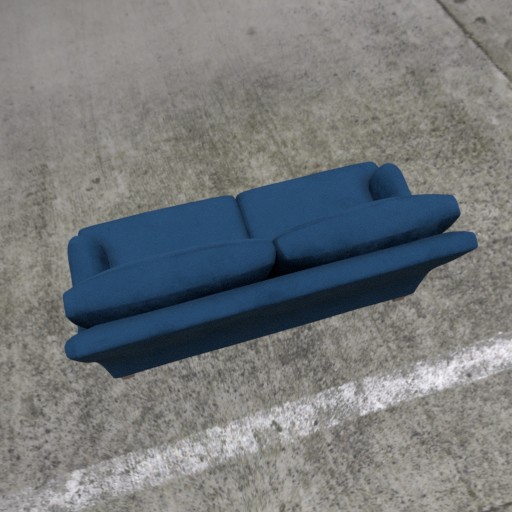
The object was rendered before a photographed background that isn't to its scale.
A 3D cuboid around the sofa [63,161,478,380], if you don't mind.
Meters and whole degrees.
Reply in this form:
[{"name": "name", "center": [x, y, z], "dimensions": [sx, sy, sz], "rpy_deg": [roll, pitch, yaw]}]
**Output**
[{"name": "sofa", "center": [0.000, 0.000, 2.733], "dimensions": [2.141, 1.101, 1.084], "rpy_deg": [-14, 59, -9]}]
